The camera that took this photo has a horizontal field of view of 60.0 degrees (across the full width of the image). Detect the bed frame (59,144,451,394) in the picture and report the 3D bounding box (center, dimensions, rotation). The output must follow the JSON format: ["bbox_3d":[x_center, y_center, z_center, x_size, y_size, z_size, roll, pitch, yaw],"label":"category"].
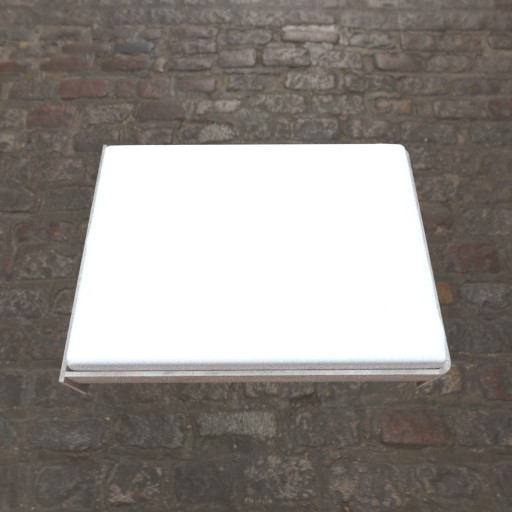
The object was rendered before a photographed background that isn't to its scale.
[{"bbox_3d":[0.000,0.000,2.623,1.950,0.462,1.490,0,63,0],"label":"bed frame"}]
